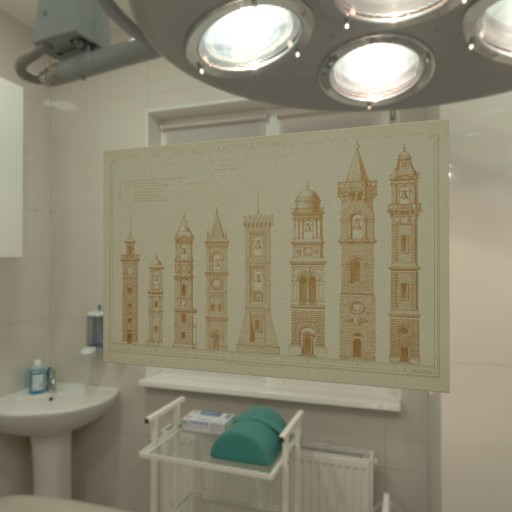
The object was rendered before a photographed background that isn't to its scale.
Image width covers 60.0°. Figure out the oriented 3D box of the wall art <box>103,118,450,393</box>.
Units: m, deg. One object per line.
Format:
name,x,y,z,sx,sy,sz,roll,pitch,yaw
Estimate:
wall art,0.000,0.000,1.144,0.915,0.608,0.033,0,0,19
